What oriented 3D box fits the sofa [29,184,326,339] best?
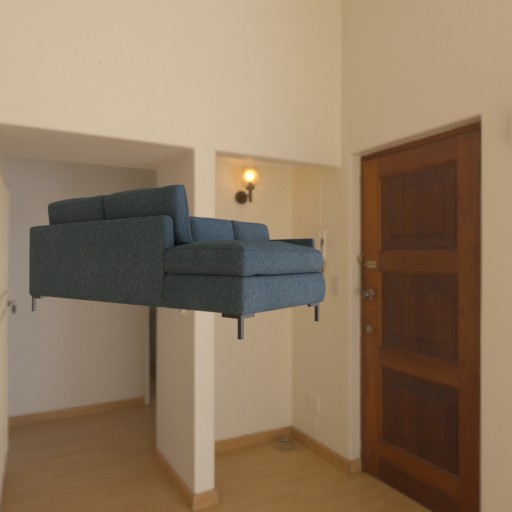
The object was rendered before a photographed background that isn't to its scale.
[{"bbox_3d":[0.000,0.000,3.805,2.007,0.815,2.949,0,-1,36],"label":"sofa"}]
